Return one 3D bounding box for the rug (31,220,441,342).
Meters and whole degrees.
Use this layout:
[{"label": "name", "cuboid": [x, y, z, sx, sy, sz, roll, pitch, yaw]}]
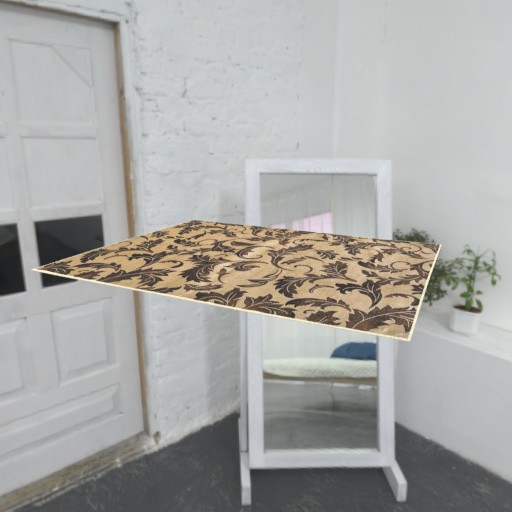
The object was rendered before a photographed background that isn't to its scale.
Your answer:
[{"label": "rug", "cuboid": [0.000, 0.000, 4.030, 2.977, 0.008, 2.380, 7, 17, 25]}]
